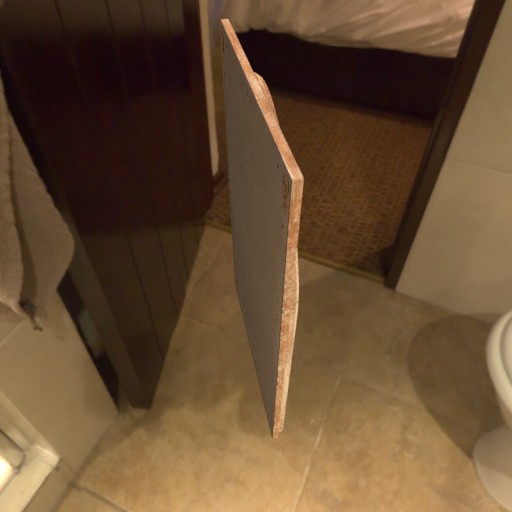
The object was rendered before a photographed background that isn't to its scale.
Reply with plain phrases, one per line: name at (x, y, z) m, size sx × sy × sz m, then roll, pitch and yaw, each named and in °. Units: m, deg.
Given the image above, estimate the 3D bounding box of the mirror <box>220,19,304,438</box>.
mirror at (0.000, 0.000, 0.955) m, size 0.058 × 0.787 × 0.495 m, roll -9°, pitch 48°, yaw -8°
